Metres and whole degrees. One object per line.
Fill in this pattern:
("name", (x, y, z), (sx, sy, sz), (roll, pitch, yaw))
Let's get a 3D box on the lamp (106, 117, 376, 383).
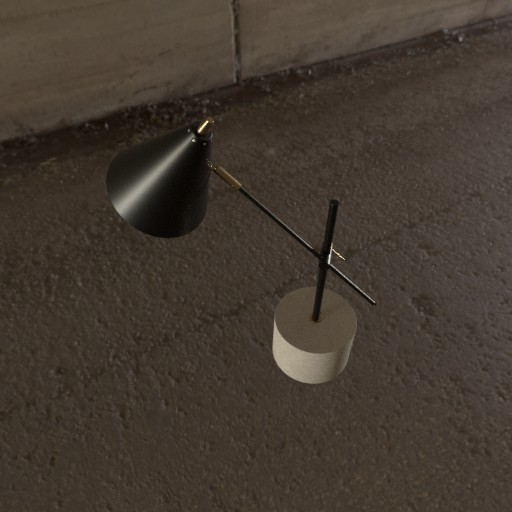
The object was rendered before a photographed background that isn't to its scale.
("lamp", (0.000, 0.000, 0.715), (0.403, 0.518, 0.214), (17, 49, 15))
